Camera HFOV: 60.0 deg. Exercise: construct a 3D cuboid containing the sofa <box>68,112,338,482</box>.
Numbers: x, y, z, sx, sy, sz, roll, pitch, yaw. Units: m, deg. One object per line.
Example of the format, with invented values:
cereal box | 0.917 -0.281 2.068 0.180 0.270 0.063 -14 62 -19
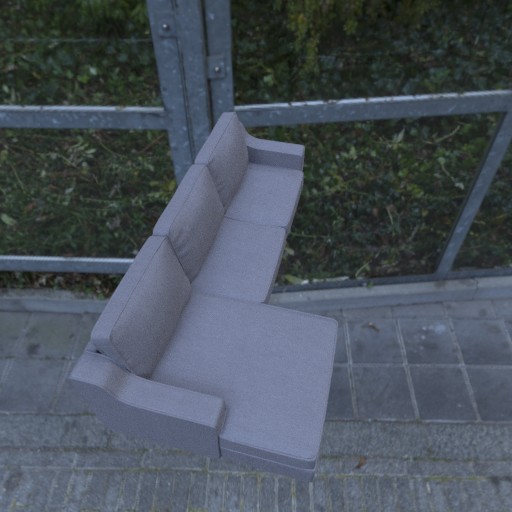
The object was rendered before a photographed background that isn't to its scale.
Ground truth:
sofa | 0.000 0.000 3.125 1.294 0.928 2.561 11 48 10
